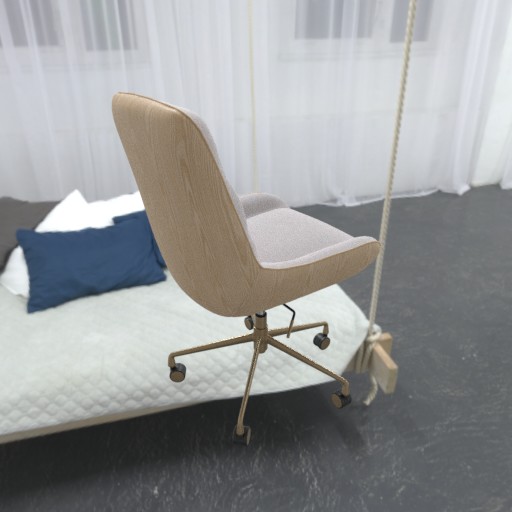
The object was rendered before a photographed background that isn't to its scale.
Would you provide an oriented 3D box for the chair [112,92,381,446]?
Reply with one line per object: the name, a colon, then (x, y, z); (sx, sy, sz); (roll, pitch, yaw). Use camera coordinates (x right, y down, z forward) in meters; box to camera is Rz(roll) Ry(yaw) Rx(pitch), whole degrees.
chair: (0.000, 0.000, 1.328); (0.668, 0.952, 0.564); (-17, 31, -31)
